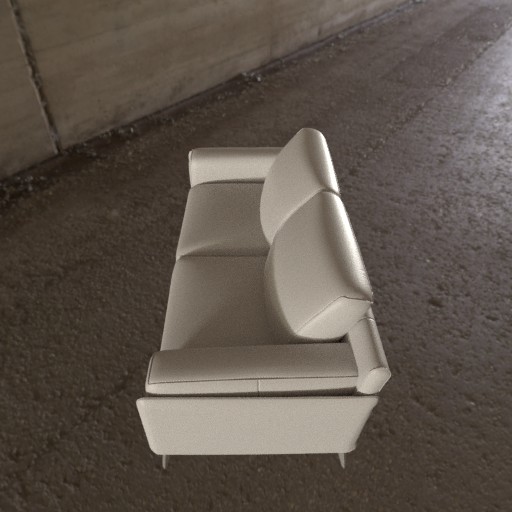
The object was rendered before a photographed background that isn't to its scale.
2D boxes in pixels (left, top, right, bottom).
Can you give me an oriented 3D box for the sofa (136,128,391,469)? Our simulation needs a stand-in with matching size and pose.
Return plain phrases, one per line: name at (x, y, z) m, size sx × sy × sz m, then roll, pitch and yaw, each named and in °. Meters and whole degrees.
sofa at (0.000, 0.000, 2.565) m, size 1.049 × 0.930 × 2.101 m, roll -1°, pitch 40°, yaw -1°
